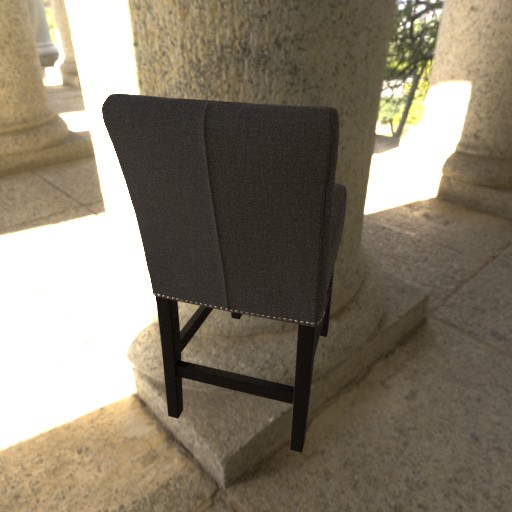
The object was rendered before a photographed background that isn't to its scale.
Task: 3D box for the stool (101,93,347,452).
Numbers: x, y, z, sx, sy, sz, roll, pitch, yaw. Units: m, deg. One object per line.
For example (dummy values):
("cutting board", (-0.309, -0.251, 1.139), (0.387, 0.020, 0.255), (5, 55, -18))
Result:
("stool", (0.000, 0.000, 1.169), (0.427, 0.885, 0.571), (9, 32, 15))
